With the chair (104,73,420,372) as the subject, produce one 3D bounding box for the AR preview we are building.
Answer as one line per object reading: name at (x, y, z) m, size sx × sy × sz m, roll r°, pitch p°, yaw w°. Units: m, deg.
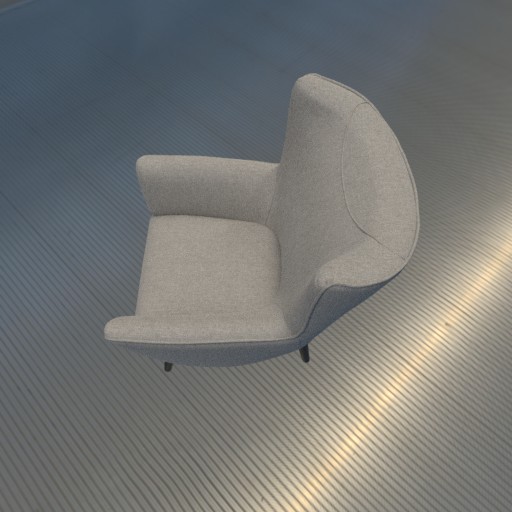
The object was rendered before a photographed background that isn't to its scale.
chair at (0.000, 0.000, 1.571) m, size 0.888 × 0.933 × 0.781 m, roll -1°, pitch 56°, yaw 0°
